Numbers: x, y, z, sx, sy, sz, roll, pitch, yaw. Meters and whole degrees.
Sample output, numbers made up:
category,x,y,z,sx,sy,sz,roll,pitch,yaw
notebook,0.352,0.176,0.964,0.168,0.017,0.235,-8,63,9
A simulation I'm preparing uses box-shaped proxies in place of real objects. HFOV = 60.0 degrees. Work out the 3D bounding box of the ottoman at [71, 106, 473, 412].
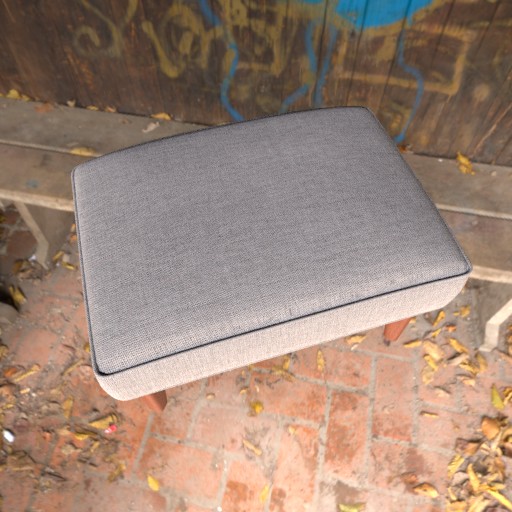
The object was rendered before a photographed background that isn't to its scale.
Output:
category,x,y,z,sx,sy,sz,roll,pitch,yaw
ottoman,0.000,0.000,1.083,0.750,0.458,0.555,-14,58,-9
